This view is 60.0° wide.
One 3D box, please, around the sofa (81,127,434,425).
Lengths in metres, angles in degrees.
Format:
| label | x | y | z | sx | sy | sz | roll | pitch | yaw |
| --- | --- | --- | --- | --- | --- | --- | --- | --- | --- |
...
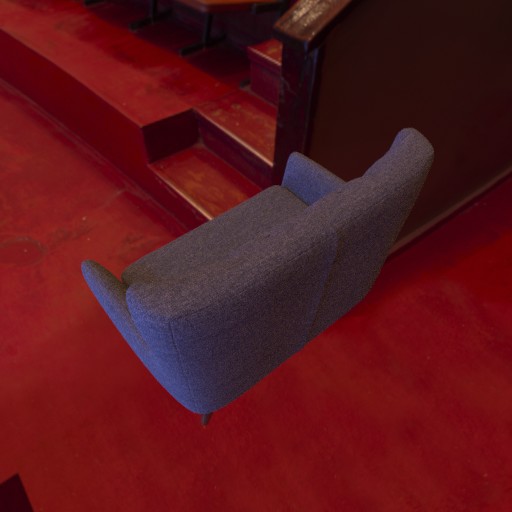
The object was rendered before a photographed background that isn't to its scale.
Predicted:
| label | x | y | z | sx | sy | sz | roll | pitch | yaw |
| --- | --- | --- | --- | --- | --- | --- | --- | --- | --- |
| sofa | 0.000 | 0.000 | 2.034 | 1.358 | 1.028 | 0.874 | -32 | 55 | -26 |
